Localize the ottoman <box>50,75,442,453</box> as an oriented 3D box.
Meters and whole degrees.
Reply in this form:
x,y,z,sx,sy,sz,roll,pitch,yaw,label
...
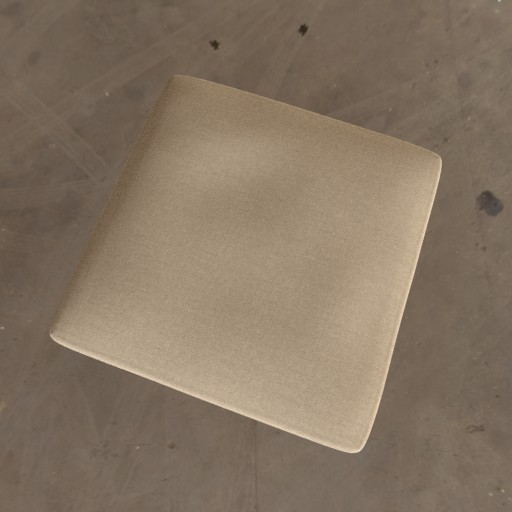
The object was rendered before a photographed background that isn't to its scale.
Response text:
x,y,z,sx,sy,sz,roll,pitch,yaw,label
0.000,0.000,1.318,0.840,0.436,0.843,19,76,5,ottoman
